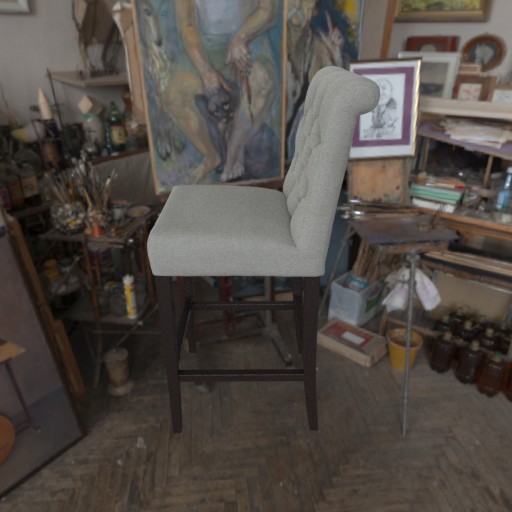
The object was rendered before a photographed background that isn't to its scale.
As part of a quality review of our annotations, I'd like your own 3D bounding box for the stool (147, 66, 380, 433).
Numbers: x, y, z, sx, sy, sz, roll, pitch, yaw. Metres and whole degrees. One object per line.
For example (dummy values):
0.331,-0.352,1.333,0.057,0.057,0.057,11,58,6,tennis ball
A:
0.000,0.000,1.473,0.601,1.140,0.493,0,27,0,stool
